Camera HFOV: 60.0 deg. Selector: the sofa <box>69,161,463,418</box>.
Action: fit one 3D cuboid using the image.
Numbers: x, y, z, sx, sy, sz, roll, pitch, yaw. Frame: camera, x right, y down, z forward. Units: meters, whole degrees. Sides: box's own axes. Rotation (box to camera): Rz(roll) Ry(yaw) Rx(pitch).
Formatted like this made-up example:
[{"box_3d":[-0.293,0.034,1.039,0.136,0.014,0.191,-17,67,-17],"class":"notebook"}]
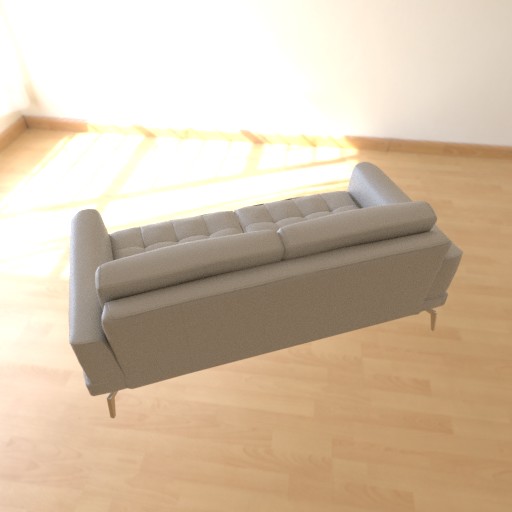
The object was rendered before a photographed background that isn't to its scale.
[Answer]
[{"box_3d":[0.000,0.000,2.725,2.177,0.930,1.121,-12,43,-13],"class":"sofa"}]
